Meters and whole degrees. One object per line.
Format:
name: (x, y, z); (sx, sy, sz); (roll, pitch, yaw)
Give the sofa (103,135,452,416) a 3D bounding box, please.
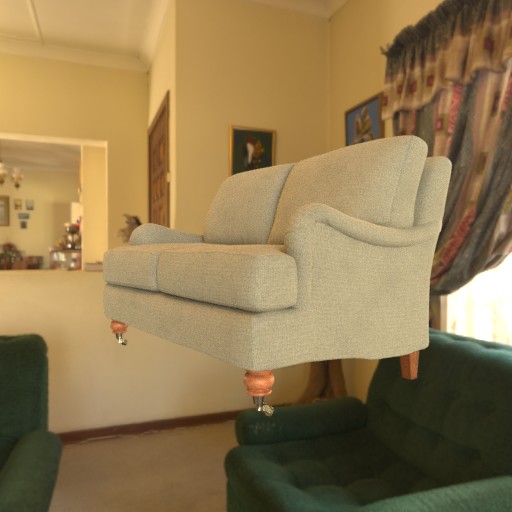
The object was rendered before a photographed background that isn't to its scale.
sofa: (0.000, 0.000, 2.168); (1.087, 0.999, 1.480); (-1, 1, -36)
